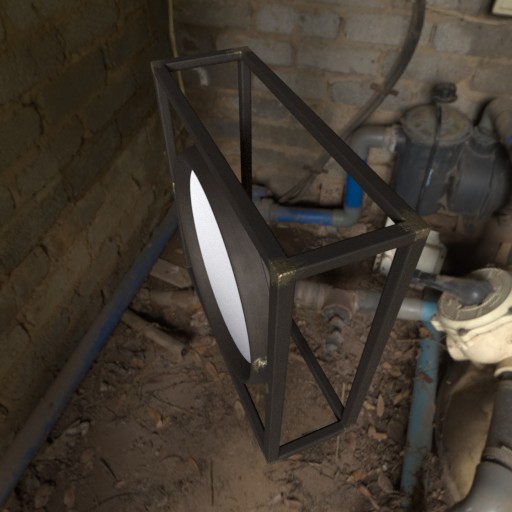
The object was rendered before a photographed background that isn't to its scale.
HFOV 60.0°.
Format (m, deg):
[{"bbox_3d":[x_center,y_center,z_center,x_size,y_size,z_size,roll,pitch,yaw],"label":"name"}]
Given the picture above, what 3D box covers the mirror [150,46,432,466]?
[{"bbox_3d":[0.000,0.000,0.465,0.107,0.303,0.306,-17,49,-15],"label":"mirror"}]
